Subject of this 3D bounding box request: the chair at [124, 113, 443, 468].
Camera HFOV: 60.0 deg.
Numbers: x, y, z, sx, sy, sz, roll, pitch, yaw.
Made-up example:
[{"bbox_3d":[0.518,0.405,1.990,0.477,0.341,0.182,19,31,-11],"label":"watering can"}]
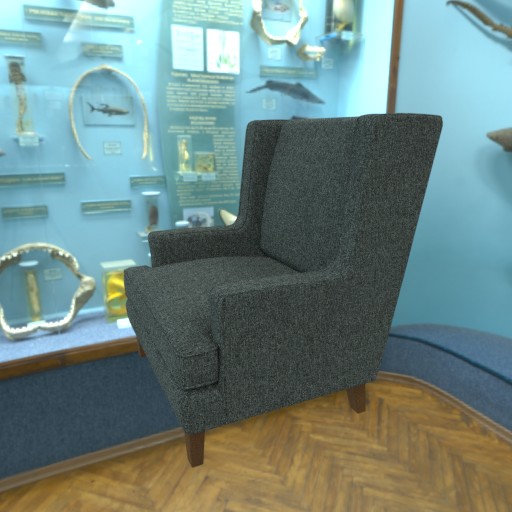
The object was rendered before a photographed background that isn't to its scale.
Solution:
[{"bbox_3d":[0.000,0.000,1.792,0.927,1.082,0.942,-7,17,-25],"label":"chair"}]
